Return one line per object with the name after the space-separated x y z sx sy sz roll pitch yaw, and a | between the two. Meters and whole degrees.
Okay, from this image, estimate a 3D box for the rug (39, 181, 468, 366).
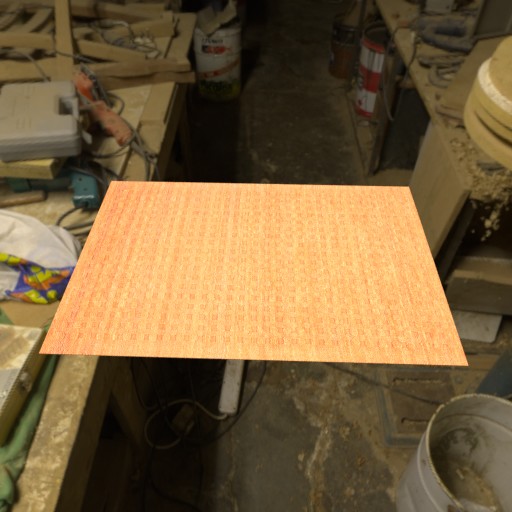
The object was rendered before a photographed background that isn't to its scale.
0.000 0.000 2.884 2.285 0.006 1.524 1 46 1 | rug
